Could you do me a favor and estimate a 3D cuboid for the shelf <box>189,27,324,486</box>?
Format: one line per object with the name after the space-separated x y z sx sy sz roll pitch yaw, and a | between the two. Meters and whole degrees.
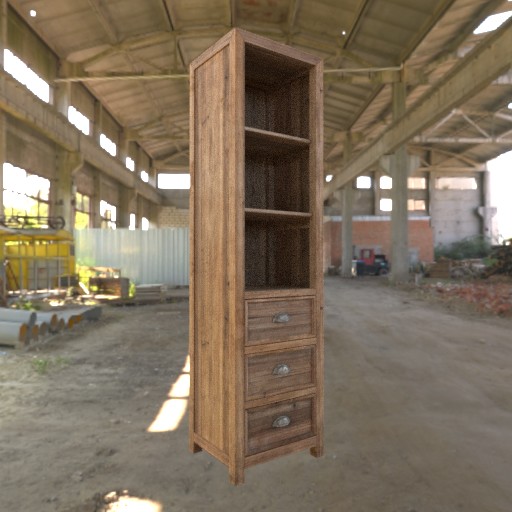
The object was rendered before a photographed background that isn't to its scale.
0.000 0.000 2.146 0.500 1.900 0.428 0 -1 -35 | shelf
